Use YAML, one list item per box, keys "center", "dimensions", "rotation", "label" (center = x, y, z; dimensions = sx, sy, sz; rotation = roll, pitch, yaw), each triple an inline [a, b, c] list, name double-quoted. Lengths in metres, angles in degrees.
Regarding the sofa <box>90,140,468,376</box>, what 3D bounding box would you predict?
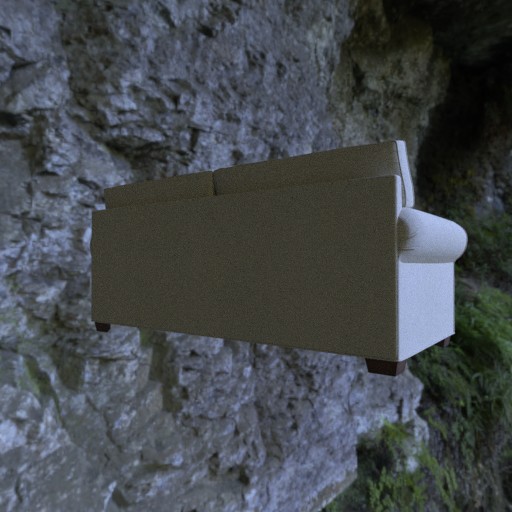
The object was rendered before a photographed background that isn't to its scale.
- center: [0.000, 0.000, 2.625]
  dimensions: [2.146, 0.962, 0.901]
  rotation: [-1, -1, 36]
  label: "sofa"
